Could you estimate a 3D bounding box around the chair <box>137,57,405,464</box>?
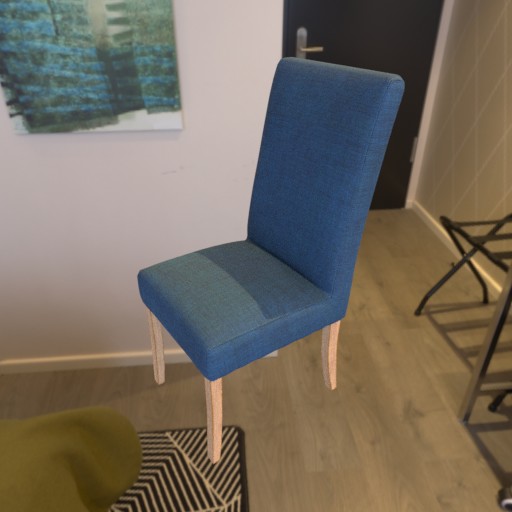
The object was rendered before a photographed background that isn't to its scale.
[{"bbox_3d":[0.000,0.000,1.339,0.610,1.029,0.450,-20,37,-30],"label":"chair"}]
